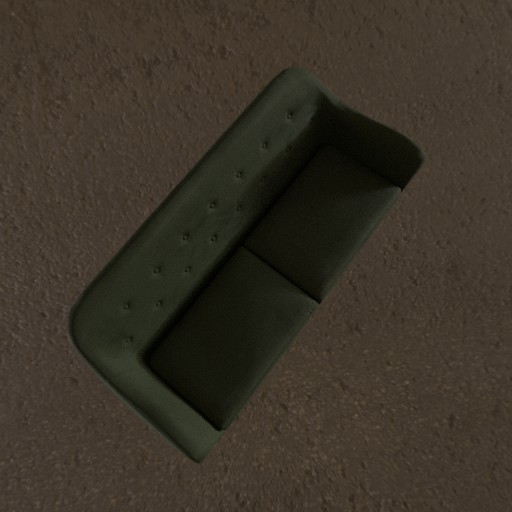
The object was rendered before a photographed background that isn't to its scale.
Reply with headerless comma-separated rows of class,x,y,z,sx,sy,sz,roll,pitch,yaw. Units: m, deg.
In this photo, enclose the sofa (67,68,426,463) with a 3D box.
sofa,0.000,0.000,2.267,0.820,0.836,1.840,37,78,9
